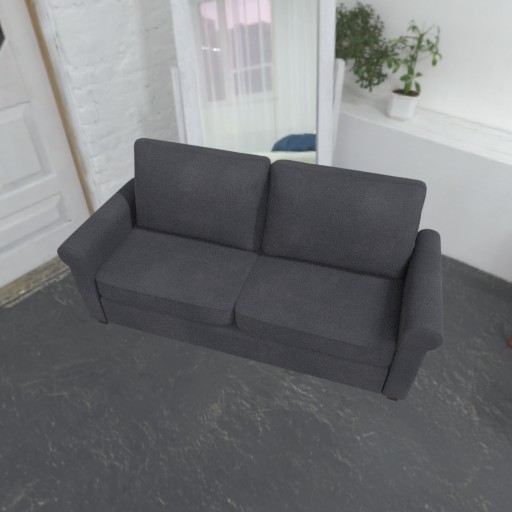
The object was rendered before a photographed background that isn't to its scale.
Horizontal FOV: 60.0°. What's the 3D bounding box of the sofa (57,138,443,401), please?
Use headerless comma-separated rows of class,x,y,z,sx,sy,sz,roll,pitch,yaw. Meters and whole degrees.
sofa,0.000,0.000,2.483,1.935,0.942,0.842,12,43,13
